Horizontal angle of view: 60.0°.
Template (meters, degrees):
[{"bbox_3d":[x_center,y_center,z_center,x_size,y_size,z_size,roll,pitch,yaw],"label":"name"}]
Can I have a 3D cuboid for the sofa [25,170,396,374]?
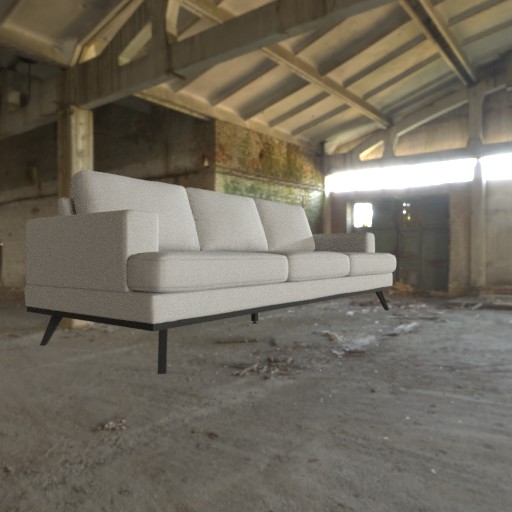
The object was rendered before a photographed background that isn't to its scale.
[{"bbox_3d":[0.000,0.000,2.659,0.920,0.810,2.310,0,0,37],"label":"sofa"}]
